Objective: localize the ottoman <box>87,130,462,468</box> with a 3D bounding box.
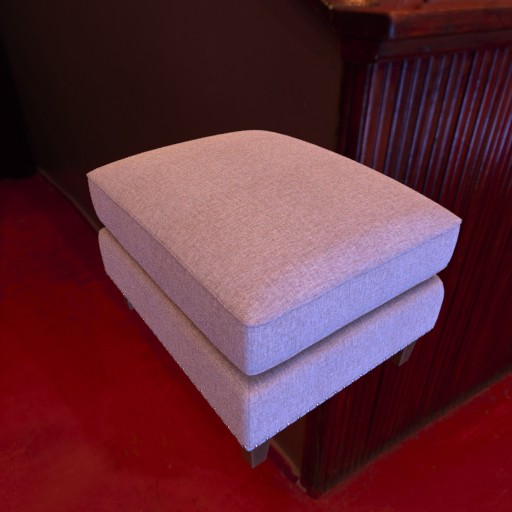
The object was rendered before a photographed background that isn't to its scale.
[{"bbox_3d":[0.000,0.000,1.141,0.584,0.513,0.741,-22,39,-30],"label":"ottoman"}]
